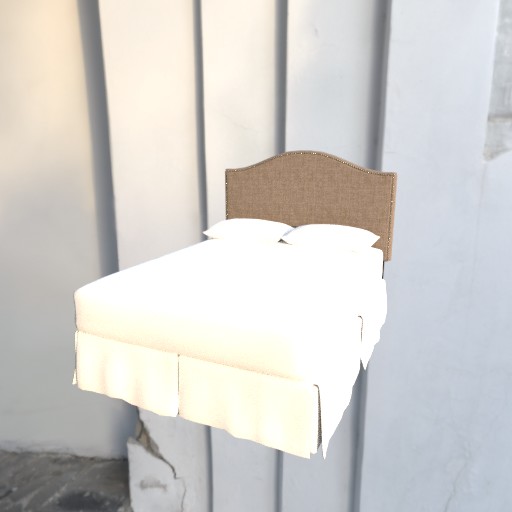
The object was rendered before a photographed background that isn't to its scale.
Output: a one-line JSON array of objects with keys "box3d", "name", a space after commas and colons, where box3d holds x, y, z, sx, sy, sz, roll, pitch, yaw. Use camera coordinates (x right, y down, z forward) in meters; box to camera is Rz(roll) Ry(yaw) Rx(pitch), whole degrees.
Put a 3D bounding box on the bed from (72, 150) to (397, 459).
[{"box3d": [0.000, 0.000, 3.300, 1.713, 1.518, 2.153, 6, 15, 24], "name": "bed"}]
